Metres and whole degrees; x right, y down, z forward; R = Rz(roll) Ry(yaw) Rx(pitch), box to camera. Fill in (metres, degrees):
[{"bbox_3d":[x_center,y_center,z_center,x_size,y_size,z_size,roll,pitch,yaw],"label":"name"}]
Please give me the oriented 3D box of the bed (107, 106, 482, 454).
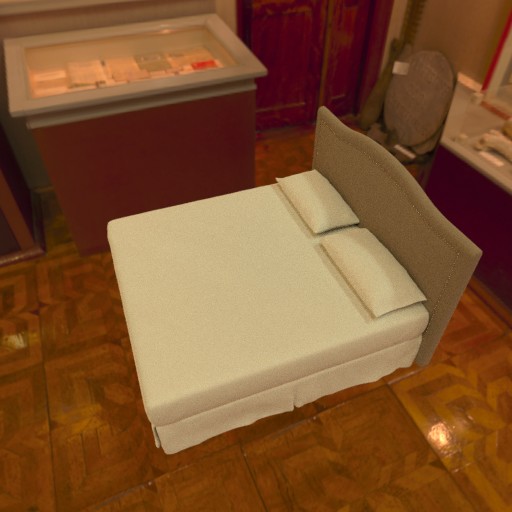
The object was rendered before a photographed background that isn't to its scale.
[{"bbox_3d":[0.000,0.000,3.520,2.182,1.421,2.083,-15,46,-15],"label":"bed"}]
